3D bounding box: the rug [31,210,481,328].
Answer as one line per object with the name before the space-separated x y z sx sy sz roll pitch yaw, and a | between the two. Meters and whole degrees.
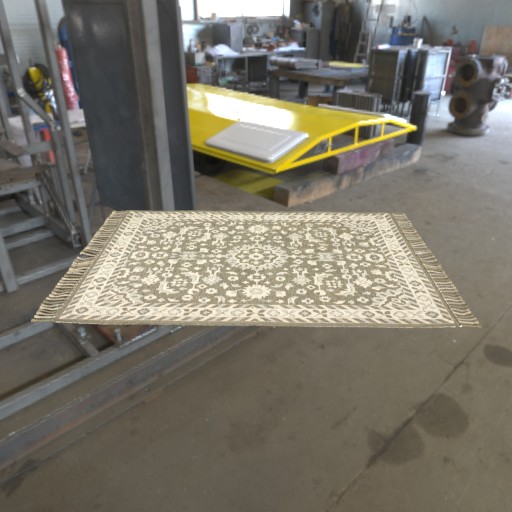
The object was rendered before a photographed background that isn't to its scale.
rug | 0.000 0.000 3.031 2.431 0.025 1.530 1 29 1
